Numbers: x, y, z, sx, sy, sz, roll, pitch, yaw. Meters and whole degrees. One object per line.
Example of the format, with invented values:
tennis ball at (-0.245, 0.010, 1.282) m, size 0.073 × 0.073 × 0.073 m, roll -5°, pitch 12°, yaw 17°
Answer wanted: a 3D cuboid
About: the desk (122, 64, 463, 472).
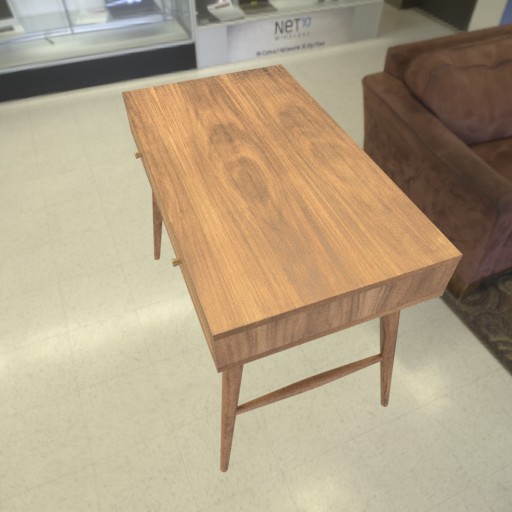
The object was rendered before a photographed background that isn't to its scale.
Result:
desk at (0.000, 0.000, 1.429) m, size 0.588 × 0.758 × 0.949 m, roll -16°, pitch 50°, yaw -14°
